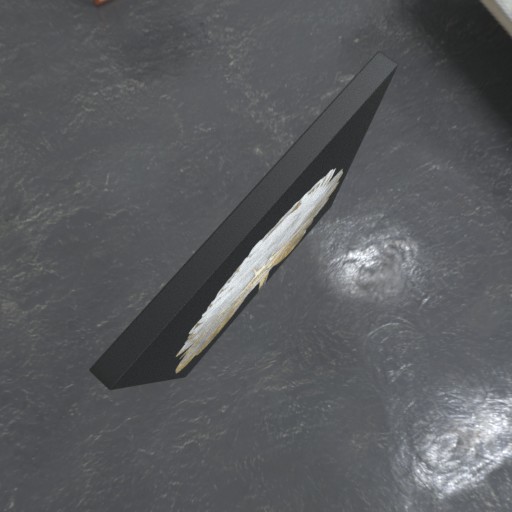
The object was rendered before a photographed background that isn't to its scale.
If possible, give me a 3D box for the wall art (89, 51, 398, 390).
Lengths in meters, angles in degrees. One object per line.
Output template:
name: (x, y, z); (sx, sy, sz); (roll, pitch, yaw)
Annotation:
wall art: (0.000, 0.000, 0.900); (0.043, 0.611, 0.610); (39, 79, 9)
